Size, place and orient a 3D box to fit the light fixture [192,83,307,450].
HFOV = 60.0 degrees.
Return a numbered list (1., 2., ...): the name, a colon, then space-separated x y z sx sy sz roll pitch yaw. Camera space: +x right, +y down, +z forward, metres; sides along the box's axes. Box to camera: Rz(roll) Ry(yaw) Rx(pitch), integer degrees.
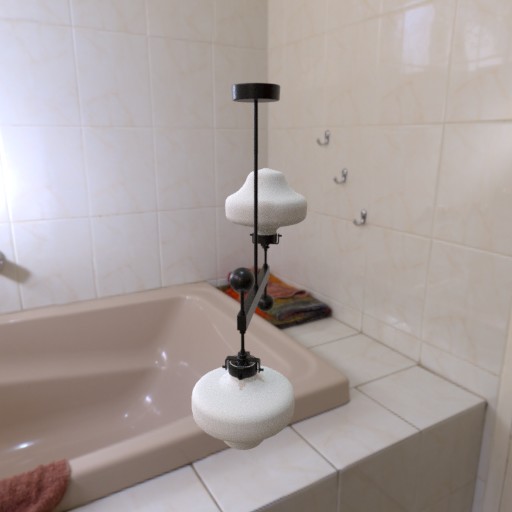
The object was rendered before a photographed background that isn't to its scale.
1. light fixture: 0.000 0.000 1.029 0.422 0.743 0.489 -8 17 -27
